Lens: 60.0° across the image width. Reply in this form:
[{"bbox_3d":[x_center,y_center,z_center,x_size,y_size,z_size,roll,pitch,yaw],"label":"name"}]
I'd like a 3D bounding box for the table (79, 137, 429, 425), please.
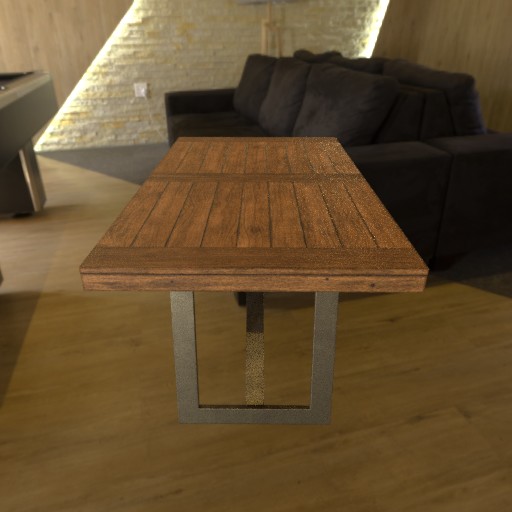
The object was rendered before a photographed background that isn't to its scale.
[{"bbox_3d":[0.000,0.000,2.081,0.931,0.757,1.641,0,27,0],"label":"table"}]
